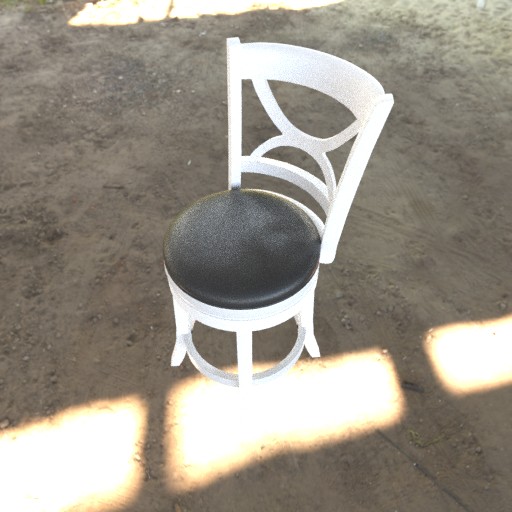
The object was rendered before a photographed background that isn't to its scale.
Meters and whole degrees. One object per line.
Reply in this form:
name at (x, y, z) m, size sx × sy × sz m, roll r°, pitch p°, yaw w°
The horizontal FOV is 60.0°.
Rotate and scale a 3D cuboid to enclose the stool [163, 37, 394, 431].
stool at (0.000, 0.000, 1.214) m, size 0.444 × 0.953 × 0.508 m, roll 33°, pitch 55°, yaw 27°
